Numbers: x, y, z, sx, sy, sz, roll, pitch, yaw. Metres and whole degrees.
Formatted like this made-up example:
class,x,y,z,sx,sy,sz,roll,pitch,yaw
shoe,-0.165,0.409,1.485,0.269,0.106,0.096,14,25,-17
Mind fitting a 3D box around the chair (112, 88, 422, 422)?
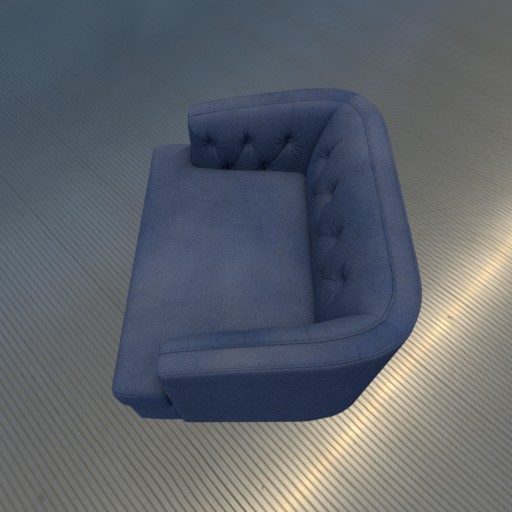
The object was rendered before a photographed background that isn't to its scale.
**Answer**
class,x,y,z,sx,sy,sz,roll,pitch,yaw
chair,0.000,0.000,1.710,0.914,0.787,1.118,0,58,0
